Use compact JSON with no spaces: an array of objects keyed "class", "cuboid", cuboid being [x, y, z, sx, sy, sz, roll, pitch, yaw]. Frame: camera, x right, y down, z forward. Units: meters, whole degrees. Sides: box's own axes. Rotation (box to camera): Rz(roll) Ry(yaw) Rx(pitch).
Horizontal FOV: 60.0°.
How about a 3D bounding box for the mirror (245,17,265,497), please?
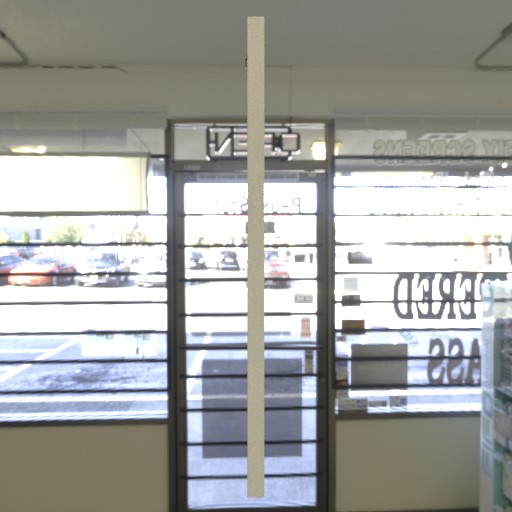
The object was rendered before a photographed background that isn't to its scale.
[{"class":"mirror","cuboid":[0.000,0.000,1.317,0.040,1.016,0.762,0,1,0]}]
